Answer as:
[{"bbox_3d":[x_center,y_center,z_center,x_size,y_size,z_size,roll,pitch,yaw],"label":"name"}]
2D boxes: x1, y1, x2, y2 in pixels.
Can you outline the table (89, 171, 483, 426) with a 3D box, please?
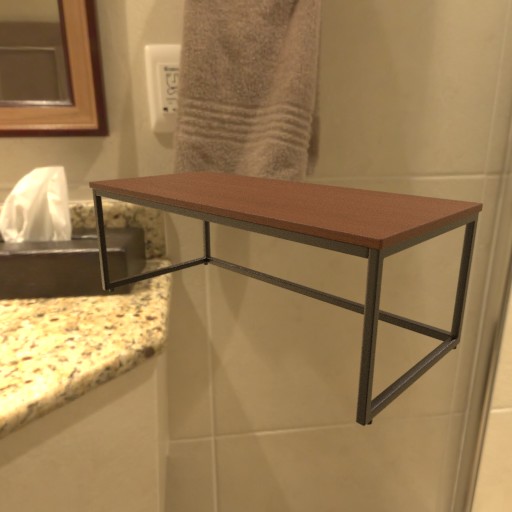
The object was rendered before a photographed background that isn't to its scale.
[{"bbox_3d":[0.000,0.000,1.362,1.100,0.400,0.500,16,23,42],"label":"table"}]
